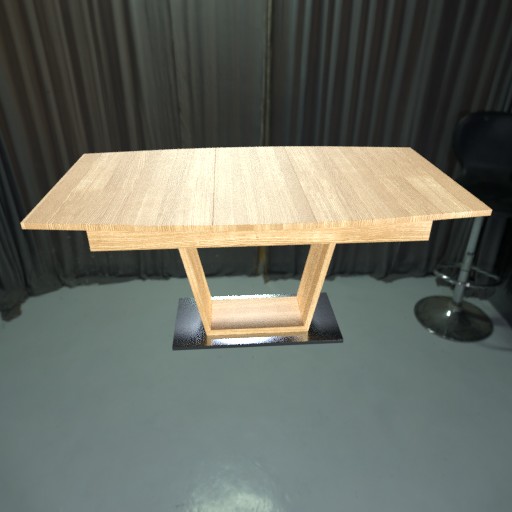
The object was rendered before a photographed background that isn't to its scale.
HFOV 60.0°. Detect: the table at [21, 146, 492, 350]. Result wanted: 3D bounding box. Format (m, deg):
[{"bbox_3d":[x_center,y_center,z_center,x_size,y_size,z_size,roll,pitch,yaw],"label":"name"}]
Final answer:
[{"bbox_3d":[0.000,0.000,2.016,1.598,0.748,0.900,-2,30,-3],"label":"table"}]
